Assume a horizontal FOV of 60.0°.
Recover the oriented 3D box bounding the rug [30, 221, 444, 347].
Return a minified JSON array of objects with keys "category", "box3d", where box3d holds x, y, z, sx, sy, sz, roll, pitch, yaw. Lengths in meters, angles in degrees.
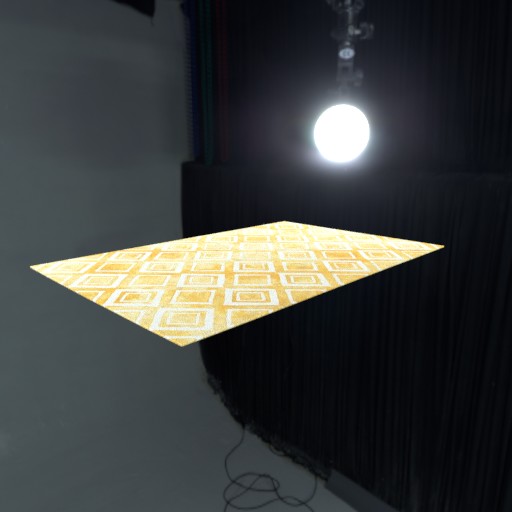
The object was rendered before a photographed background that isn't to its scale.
[{"category":"rug","box3d":[0.000,0.000,2.305,1.213,0.010,1.829,13,19,43]}]
